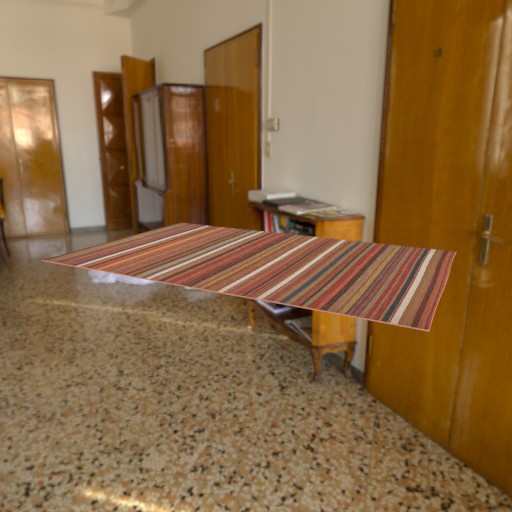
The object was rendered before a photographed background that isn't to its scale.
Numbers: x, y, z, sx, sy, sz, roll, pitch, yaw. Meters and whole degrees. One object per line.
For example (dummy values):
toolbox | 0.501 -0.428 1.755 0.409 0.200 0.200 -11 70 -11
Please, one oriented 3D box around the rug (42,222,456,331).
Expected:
rug | 0.000 0.000 3.060 2.438 0.008 1.523 8 17 26
